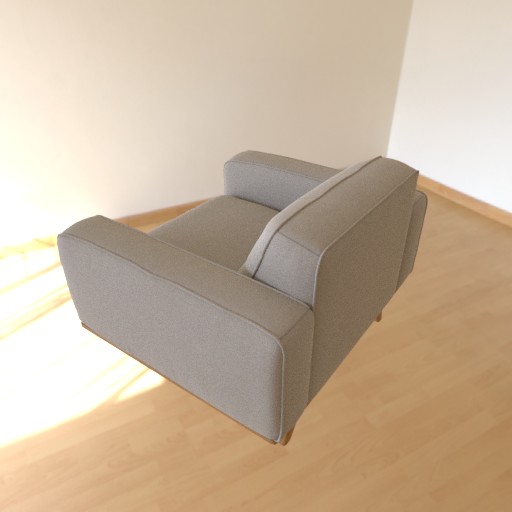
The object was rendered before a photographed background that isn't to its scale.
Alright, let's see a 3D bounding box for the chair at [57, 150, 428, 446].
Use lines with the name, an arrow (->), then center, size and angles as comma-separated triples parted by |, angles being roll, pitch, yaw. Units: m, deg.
chair -> 0.000, 0.000, 1.742 | 0.953, 0.779, 1.115 | 21, 38, 30
